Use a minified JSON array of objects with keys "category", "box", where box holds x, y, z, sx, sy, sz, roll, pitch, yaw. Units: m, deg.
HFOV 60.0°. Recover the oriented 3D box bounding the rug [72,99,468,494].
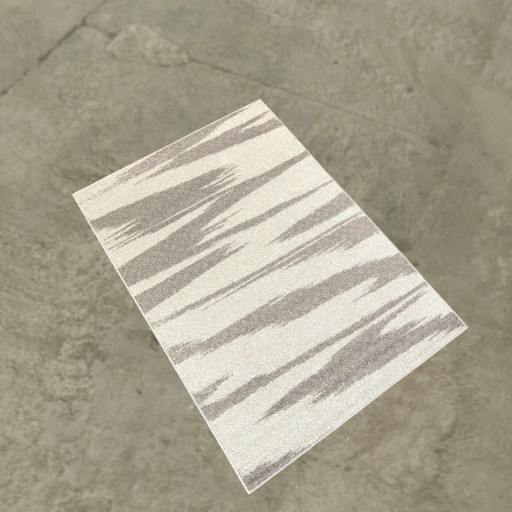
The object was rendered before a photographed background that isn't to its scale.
[{"category":"rug","box":[0.000,0.000,2.767,1.533,0.010,2.142,-31,68,-14]}]
